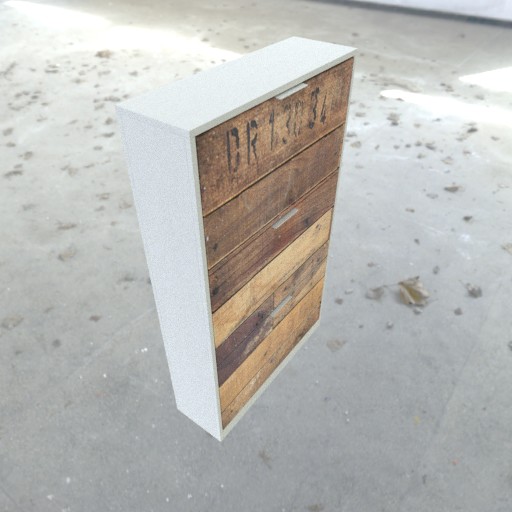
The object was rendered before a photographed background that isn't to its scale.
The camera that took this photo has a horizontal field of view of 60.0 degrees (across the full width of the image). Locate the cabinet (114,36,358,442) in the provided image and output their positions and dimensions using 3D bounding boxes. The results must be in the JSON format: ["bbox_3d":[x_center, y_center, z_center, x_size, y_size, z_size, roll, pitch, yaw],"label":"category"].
[{"bbox_3d":[0.000,0.000,1.599,0.250,1.280,0.750,26,46,27],"label":"cabinet"}]
